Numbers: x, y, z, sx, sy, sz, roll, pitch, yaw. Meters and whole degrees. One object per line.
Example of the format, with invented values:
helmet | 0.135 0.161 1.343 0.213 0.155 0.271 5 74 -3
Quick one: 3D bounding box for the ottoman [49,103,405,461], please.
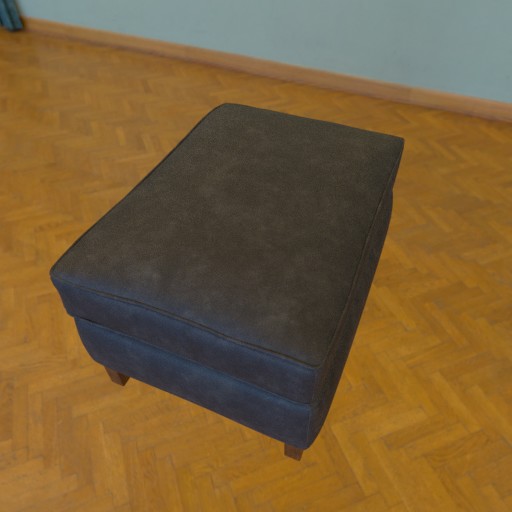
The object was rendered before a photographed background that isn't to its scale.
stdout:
ottoman | 0.000 0.000 0.969 0.501 0.413 0.665 17 47 16
